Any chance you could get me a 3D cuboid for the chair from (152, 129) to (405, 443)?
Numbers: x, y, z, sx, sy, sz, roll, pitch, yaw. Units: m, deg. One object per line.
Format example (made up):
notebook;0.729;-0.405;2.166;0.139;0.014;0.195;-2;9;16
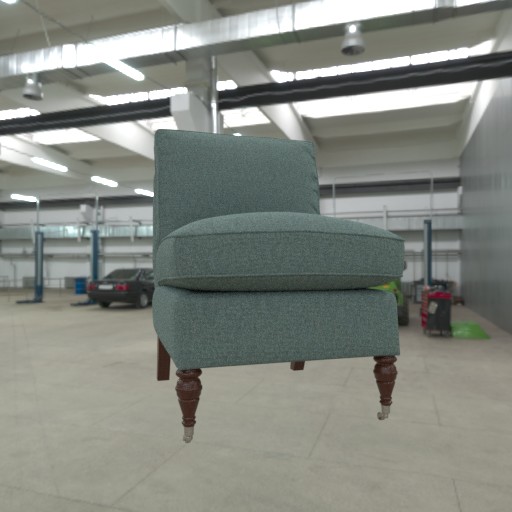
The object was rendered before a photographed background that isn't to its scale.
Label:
chair;0.000;0.000;1.427;0.624;0.901;0.796;0;-1;-17
